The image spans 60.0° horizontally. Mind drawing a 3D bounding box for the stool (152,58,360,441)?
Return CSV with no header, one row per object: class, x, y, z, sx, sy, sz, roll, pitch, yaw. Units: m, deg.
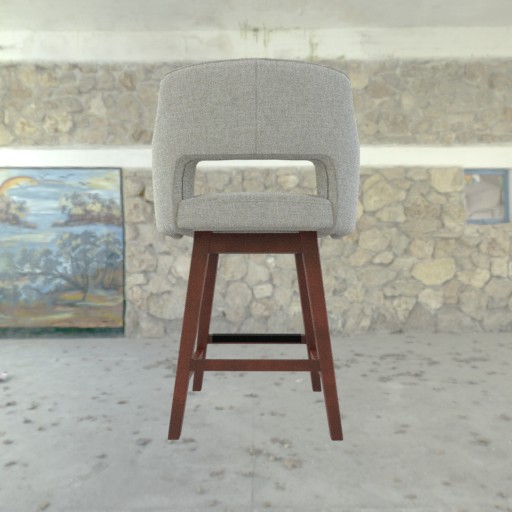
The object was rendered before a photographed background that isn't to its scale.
stool,0.000,0.000,1.318,0.599,0.944,0.558,0,0,1
